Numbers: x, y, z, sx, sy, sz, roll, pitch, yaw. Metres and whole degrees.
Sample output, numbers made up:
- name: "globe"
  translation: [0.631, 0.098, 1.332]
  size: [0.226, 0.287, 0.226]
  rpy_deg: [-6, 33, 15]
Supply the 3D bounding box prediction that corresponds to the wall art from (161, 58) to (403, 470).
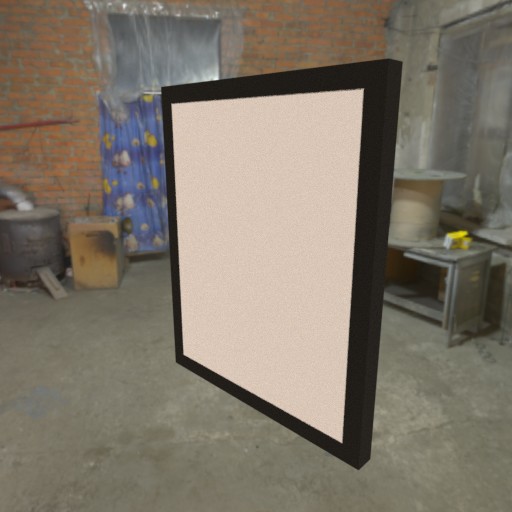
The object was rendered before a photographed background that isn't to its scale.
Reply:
- name: "wall art"
  translation: [0.000, 0.000, 0.536]
  size: [0.329, 0.404, 0.024]
  rpy_deg: [15, 21, 43]
